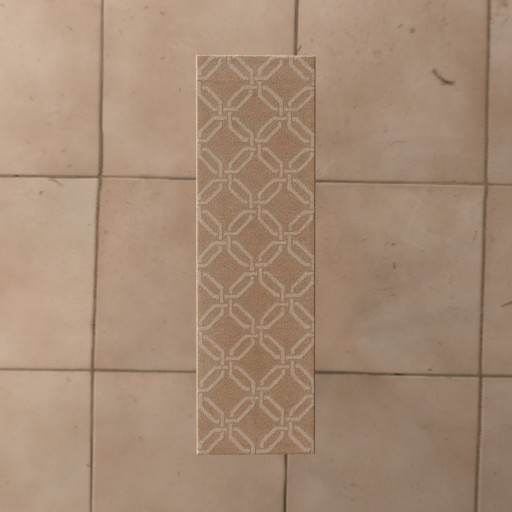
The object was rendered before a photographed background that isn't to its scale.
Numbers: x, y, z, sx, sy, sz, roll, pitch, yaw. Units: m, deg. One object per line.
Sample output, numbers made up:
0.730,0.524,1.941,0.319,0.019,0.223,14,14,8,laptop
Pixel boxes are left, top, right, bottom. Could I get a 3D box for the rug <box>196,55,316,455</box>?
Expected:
0.000,0.000,2.528,0.678,0.014,2.276,0,91,-1,rug
